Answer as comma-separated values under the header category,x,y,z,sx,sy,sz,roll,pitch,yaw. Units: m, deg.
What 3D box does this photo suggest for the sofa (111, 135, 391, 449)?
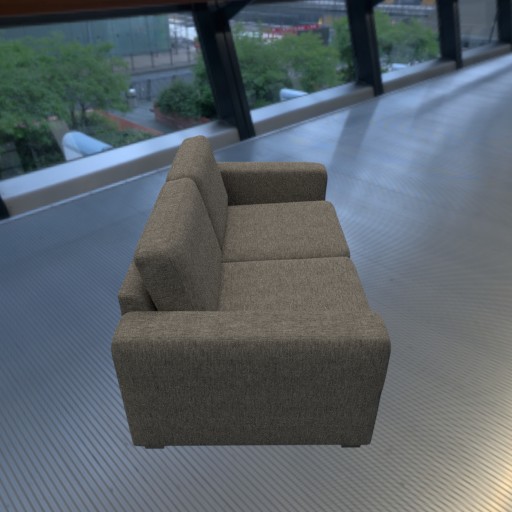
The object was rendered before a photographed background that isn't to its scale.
category,x,y,z,sx,sy,sz,roll,pitch,yaw
sofa,0.000,0.000,2.036,0.900,0.800,1.520,0,32,0
